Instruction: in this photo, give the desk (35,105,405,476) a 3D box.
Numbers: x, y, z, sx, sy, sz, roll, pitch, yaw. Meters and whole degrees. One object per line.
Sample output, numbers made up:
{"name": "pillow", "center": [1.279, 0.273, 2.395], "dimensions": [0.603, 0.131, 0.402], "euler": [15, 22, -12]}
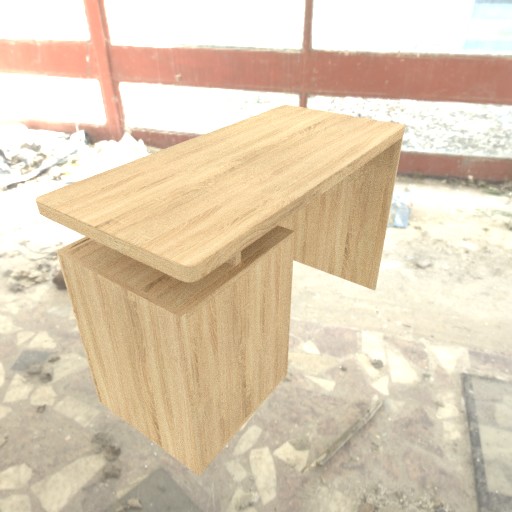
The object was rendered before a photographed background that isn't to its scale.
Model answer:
{"name": "desk", "center": [0.000, 0.000, 1.605], "dimensions": [0.550, 0.760, 1.200], "euler": [21, 38, 30]}
